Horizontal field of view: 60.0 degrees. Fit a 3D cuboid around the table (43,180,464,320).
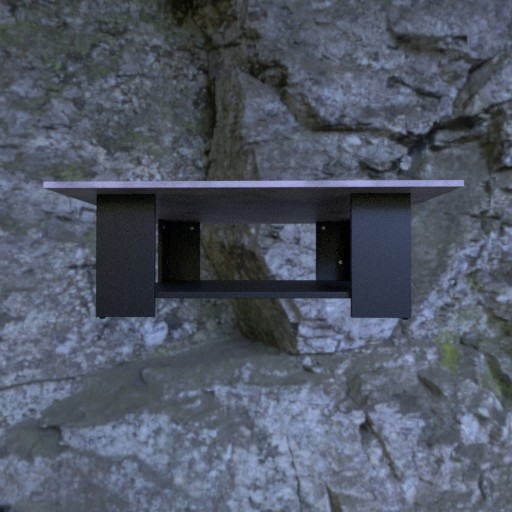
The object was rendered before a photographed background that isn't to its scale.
[{"bbox_3d":[0.000,0.000,1.379,0.890,0.305,0.890,0,-1,1],"label":"table"}]
